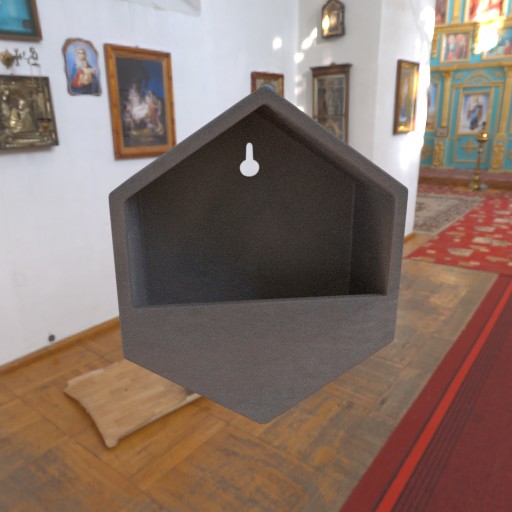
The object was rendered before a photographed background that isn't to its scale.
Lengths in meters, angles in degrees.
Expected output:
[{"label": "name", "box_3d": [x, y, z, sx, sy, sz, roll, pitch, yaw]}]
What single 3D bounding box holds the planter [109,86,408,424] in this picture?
[{"label": "planter", "box_3d": [0.000, 0.000, 0.296, 0.169, 0.206, 0.077, -2, 16, -7]}]
